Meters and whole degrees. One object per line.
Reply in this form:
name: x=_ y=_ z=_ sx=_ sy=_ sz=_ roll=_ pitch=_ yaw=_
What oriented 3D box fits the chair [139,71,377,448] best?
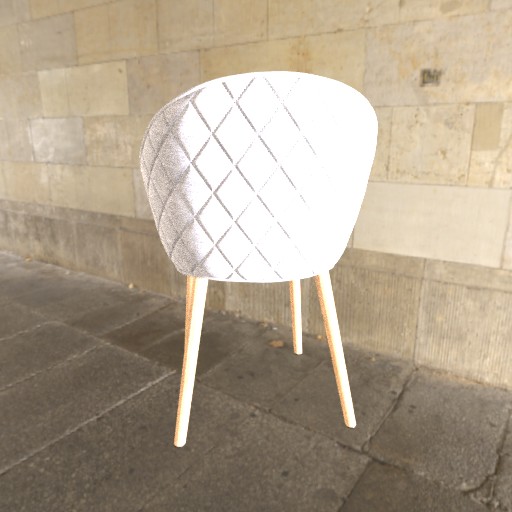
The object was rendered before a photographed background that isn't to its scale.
chair: x=0.000 y=0.000 z=1.119 sx=0.540 sy=0.800 sz=0.530 roll=-3 pitch=15 yaw=-9
